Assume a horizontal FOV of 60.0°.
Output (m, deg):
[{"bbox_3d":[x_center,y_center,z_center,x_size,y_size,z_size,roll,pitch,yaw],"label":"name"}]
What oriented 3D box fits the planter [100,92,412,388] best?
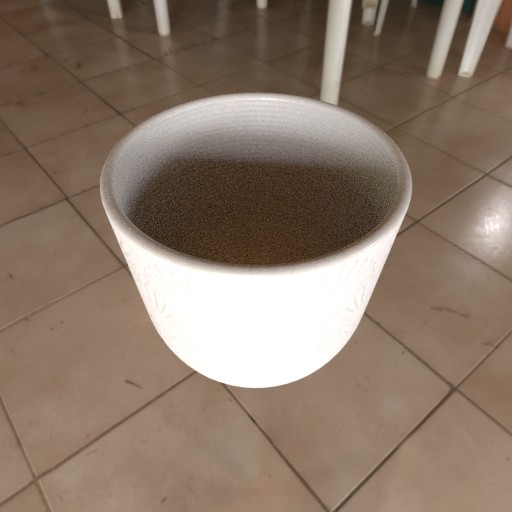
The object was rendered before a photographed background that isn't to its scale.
[{"bbox_3d":[0.000,0.000,0.300,0.170,0.152,0.170,0,46,0],"label":"planter"}]
